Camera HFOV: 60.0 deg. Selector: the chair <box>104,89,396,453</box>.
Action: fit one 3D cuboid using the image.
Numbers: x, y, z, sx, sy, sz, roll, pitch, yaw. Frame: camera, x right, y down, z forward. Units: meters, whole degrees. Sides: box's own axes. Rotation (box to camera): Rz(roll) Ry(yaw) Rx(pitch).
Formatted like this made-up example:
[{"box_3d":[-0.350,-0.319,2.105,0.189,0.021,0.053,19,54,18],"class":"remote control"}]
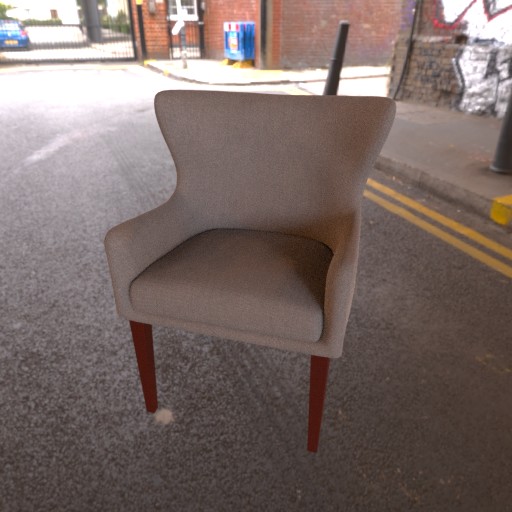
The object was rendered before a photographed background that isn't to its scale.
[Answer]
[{"box_3d":[0.000,0.000,1.414,0.732,0.948,0.677,8,29,15],"class":"chair"}]
